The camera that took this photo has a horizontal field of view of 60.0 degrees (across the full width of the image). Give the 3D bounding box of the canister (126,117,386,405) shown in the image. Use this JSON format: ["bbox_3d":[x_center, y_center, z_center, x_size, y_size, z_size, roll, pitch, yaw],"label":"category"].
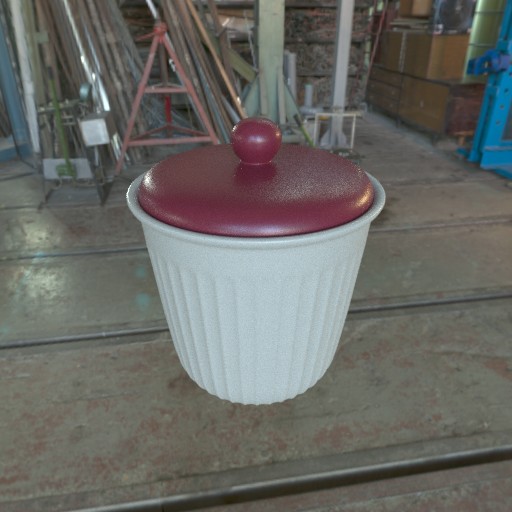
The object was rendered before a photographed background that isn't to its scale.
[{"bbox_3d":[0.000,0.000,0.347,0.181,0.211,0.181,0,29,0],"label":"canister"}]
